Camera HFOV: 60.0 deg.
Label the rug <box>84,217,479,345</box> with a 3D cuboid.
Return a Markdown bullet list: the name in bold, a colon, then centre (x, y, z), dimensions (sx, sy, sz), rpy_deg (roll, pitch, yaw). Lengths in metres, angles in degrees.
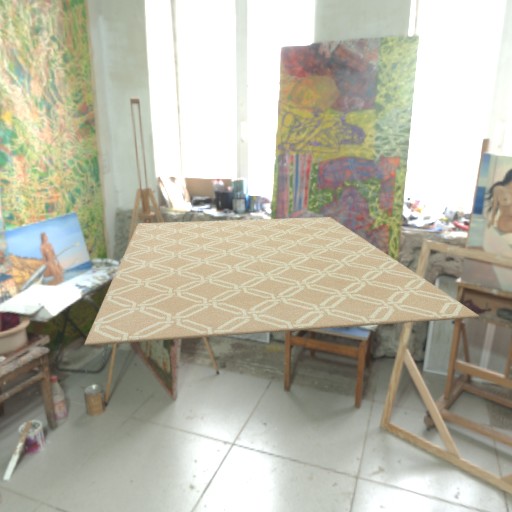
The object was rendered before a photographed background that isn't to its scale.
- **rug**: centre (0.000, 0.000, 3.873), dimensions (2.288, 0.018, 2.895), rpy_deg (-3, 17, -8)
